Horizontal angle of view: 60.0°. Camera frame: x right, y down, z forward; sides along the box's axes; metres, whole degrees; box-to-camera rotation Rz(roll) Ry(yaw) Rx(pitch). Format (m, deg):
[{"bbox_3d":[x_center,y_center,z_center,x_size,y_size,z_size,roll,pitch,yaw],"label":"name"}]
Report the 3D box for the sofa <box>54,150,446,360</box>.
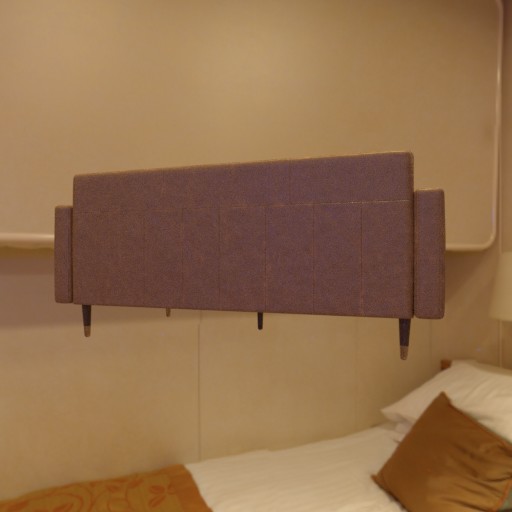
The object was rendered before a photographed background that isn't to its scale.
[{"bbox_3d":[0.000,0.000,2.391,1.847,0.821,0.993,0,0,19],"label":"sofa"}]
